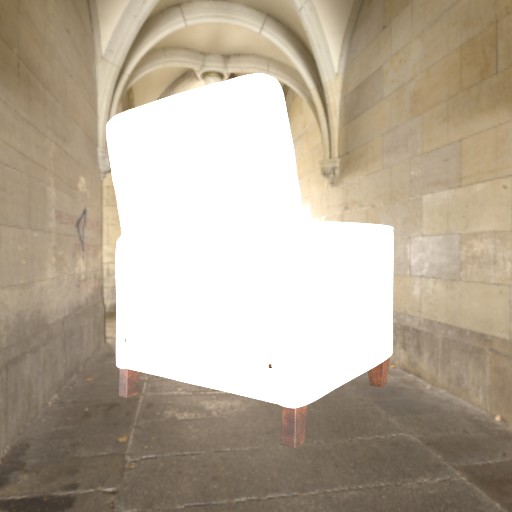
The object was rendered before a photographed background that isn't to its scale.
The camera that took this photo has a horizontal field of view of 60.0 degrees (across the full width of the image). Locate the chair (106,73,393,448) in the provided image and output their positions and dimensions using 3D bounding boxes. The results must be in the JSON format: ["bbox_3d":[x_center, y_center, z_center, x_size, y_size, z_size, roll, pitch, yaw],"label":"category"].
[{"bbox_3d":[0.000,0.000,1.677,0.841,1.028,0.858,0,0,35],"label":"chair"}]
